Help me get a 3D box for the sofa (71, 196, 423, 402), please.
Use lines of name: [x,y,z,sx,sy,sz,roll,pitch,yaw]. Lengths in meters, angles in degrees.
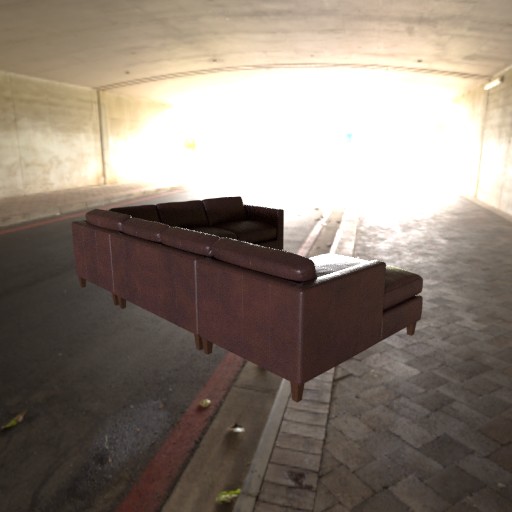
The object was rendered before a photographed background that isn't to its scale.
sofa: [0.000,0.000,4.577,2.452,0.891,3.324,-13,19,-42]
